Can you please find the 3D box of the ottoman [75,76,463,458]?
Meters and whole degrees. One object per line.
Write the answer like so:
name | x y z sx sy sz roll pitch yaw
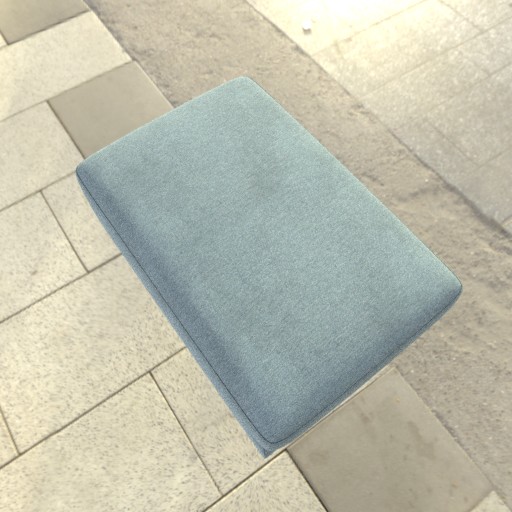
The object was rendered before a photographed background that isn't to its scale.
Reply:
ottoman | 0.000 0.000 1.222 0.584 0.483 0.864 -34 69 -15
